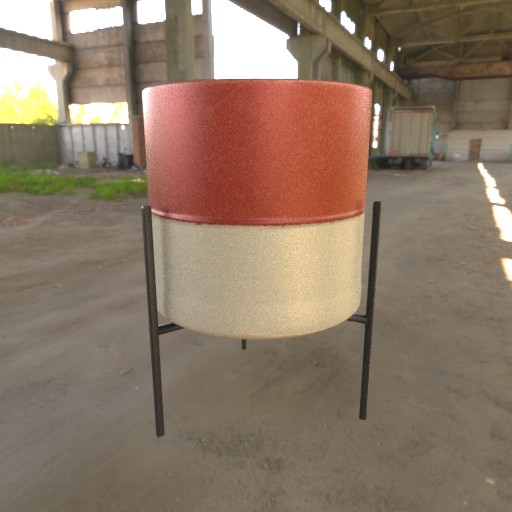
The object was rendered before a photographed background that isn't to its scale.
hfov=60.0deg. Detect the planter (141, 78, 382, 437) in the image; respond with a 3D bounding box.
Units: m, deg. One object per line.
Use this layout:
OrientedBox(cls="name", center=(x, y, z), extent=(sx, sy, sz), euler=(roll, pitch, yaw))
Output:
OrientedBox(cls="planter", center=(0.000, 0.000, 0.512), extent=(0.235, 0.354, 0.251), euler=(-2, 15, -8))
